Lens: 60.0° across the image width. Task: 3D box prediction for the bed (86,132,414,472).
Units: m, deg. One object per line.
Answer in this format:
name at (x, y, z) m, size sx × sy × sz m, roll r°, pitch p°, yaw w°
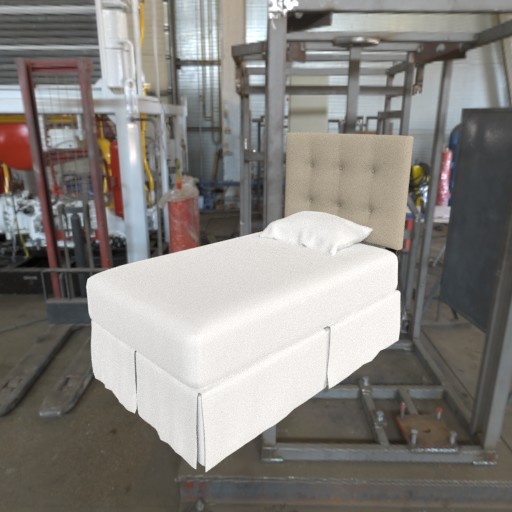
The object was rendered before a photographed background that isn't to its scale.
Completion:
bed at (0.000, 0.000, 3.032) m, size 1.997 × 1.571 × 1.261 m, roll -16°, pitch 23°, yaw -42°
